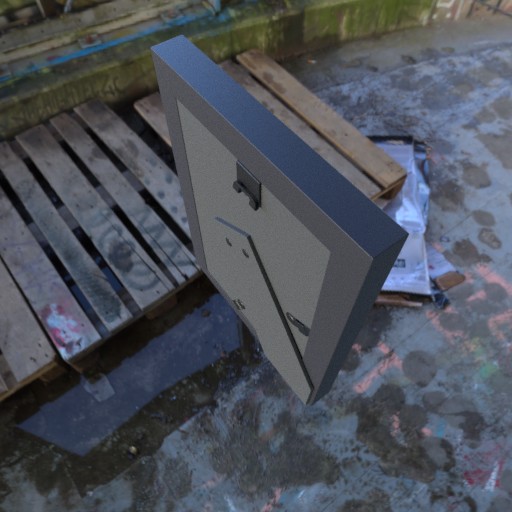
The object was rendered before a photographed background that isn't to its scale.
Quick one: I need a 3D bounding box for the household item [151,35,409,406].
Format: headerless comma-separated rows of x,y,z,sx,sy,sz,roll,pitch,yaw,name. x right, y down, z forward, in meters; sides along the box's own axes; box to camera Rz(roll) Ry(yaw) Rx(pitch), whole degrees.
0.000,0.000,0.237,0.022,0.178,0.133,-32,63,-19,household item
